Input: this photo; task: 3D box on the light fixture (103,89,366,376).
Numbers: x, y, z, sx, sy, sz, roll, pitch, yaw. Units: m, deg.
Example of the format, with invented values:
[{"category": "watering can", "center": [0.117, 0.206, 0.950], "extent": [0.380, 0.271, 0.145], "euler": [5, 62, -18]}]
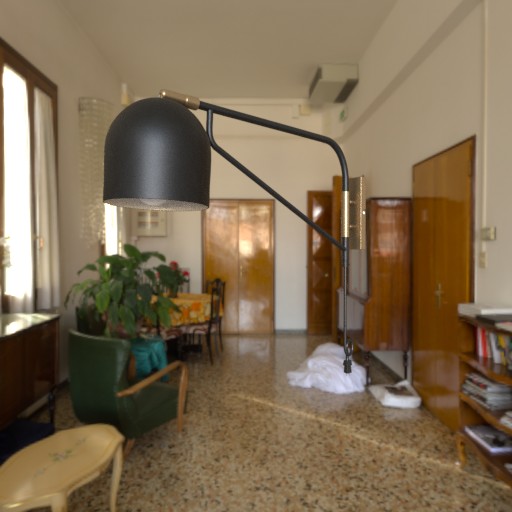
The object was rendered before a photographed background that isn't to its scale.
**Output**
[{"category": "light fixture", "center": [0.000, 0.000, 1.067], "extent": [0.720, 0.696, 0.215], "euler": [-1, 1, -37]}]
